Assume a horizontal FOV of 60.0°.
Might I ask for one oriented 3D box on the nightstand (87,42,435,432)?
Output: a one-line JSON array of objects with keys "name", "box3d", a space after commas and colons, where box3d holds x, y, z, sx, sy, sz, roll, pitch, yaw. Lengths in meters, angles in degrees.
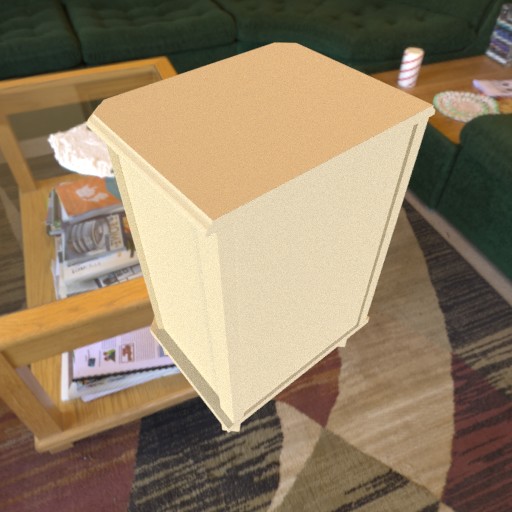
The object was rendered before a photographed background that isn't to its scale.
[{"name": "nightstand", "box3d": [0.000, 0.000, 0.926, 0.435, 0.681, 0.351, -31, 54, -26]}]
